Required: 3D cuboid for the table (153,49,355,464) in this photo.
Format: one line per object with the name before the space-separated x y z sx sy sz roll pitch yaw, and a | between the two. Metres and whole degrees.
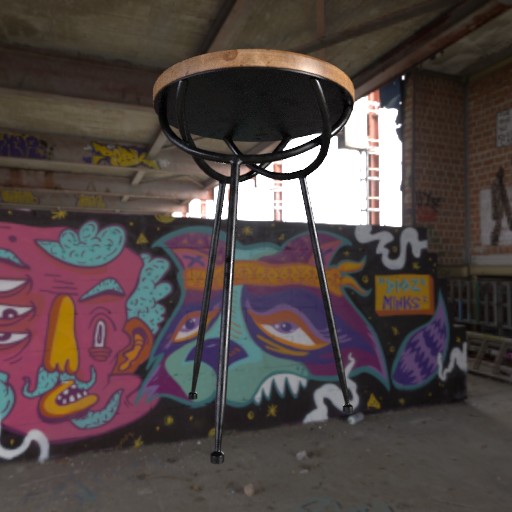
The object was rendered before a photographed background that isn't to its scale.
table | 0.000 0.000 0.911 0.418 0.664 0.414 0 -2 -1
